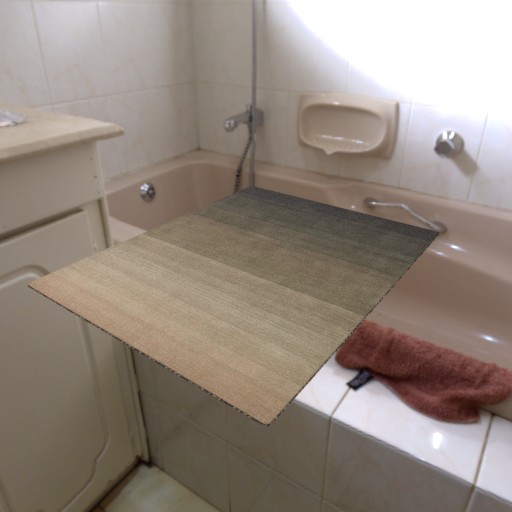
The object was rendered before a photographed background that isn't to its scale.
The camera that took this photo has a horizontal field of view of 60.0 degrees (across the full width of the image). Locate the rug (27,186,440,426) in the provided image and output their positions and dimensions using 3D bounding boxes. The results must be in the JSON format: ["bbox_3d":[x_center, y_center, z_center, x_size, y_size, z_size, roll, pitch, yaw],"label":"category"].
[{"bbox_3d":[0.000,0.000,3.865,2.305,0.017,2.902,19,34,32],"label":"rug"}]
